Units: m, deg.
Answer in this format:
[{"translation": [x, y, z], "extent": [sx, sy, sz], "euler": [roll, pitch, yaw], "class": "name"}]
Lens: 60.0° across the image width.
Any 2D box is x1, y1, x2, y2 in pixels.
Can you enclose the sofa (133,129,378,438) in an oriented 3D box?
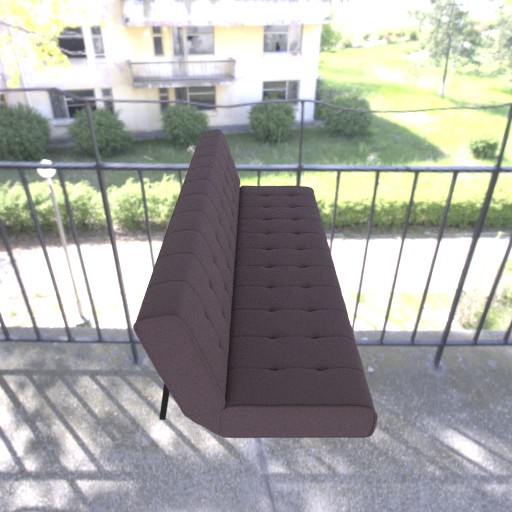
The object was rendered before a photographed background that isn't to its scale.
[{"translation": [0.000, 0.000, 2.052], "extent": [0.747, 0.699, 1.703], "euler": [0, 32, 0], "class": "sofa"}]
